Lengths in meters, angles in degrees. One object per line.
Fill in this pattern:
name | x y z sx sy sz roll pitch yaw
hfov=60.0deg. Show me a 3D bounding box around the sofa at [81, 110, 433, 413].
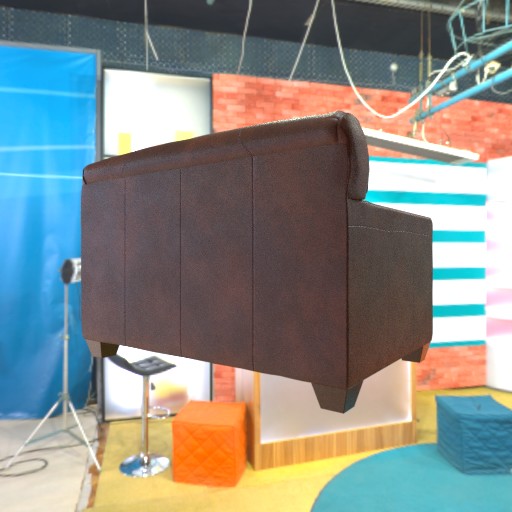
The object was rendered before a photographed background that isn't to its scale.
sofa | 0.000 0.000 2.091 1.413 0.956 1.000 0 0 36
